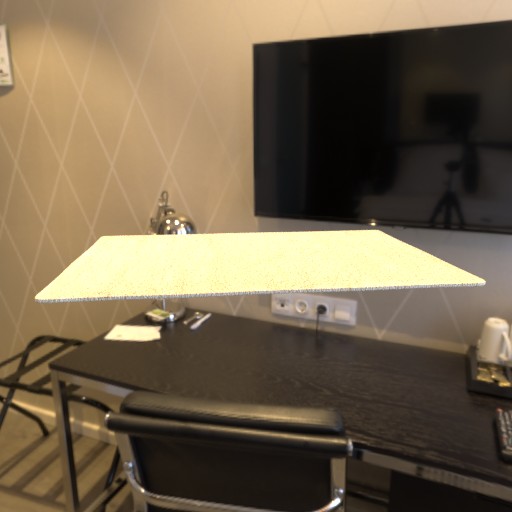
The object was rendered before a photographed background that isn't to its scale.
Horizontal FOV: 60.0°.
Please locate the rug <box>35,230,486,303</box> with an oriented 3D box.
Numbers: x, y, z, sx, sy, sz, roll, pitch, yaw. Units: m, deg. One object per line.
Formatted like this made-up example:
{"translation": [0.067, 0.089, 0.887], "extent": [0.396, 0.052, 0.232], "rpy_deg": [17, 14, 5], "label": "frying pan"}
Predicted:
{"translation": [0.000, 0.000, 3.450], "extent": [2.698, 0.025, 1.798], "rpy_deg": [-2, 14, -7], "label": "rug"}
